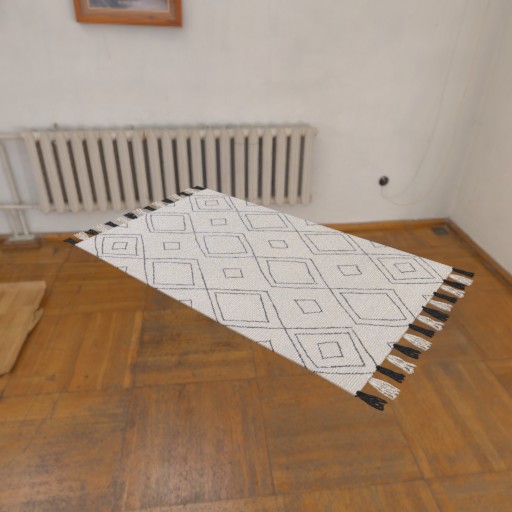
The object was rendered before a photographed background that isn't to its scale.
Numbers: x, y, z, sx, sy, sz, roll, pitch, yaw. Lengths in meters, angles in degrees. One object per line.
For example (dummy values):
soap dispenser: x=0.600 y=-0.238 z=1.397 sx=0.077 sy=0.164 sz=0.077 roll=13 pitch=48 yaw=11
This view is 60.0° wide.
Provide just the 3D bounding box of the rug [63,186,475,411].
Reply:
rug: x=0.000 y=0.000 z=3.316 sx=2.755 sy=0.021 sz=1.524 roll=22 pitch=37 yaw=32
